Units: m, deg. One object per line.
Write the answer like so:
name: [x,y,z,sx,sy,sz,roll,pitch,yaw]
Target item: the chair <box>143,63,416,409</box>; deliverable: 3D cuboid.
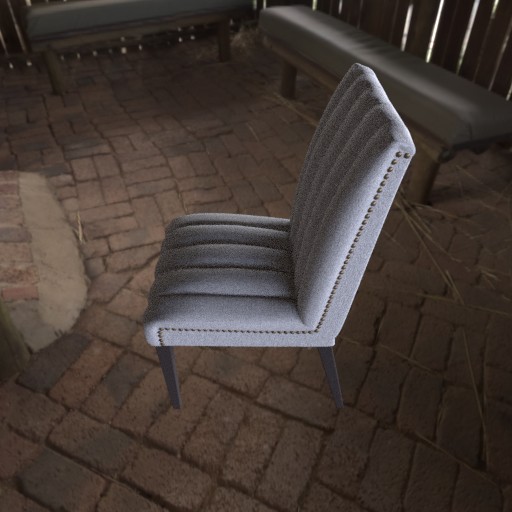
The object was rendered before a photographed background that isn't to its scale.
chair: [0.000,0.000,1.377,0.647,1.016,0.511,0,41,0]
